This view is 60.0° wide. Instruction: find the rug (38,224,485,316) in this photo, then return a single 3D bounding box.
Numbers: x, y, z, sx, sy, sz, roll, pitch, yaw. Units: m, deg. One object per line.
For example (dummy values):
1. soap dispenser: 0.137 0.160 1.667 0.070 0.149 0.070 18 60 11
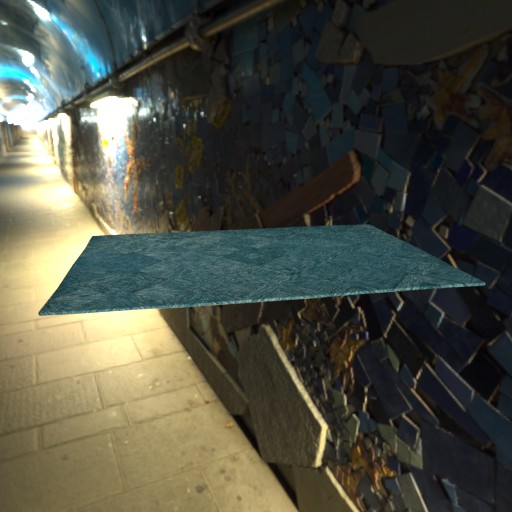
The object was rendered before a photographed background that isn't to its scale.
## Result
1. rug: 0.000 0.000 2.196 1.728 0.017 1.136 -3 17 -10
